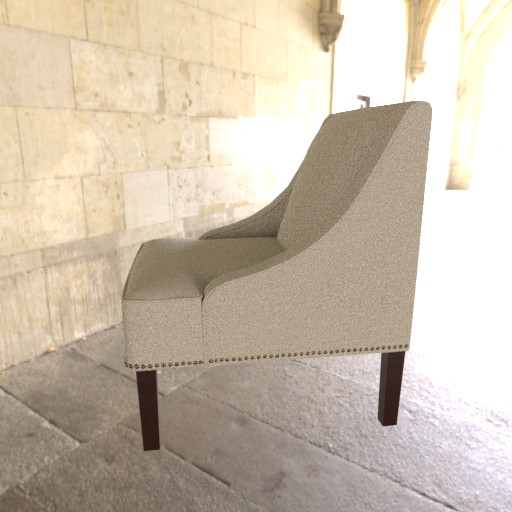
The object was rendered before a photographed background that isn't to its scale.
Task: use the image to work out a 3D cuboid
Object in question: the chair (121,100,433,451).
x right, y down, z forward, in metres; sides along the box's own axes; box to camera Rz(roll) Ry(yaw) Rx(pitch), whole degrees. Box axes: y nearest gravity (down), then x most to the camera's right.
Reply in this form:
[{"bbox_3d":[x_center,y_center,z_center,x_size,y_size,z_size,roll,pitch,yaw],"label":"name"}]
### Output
[{"bbox_3d":[0.000,0.000,1.363,0.748,0.872,0.628,-2,15,-9],"label":"chair"}]
